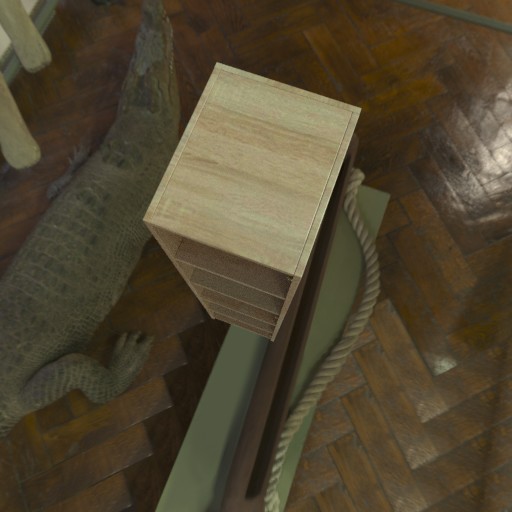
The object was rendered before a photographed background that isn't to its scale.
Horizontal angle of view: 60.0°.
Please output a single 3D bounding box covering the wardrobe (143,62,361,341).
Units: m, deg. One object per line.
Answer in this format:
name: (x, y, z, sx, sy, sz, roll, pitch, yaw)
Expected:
wardrobe: (0.000, 0.000, 2.372, 0.496, 2.117, 0.588, 20, 75, 5)
